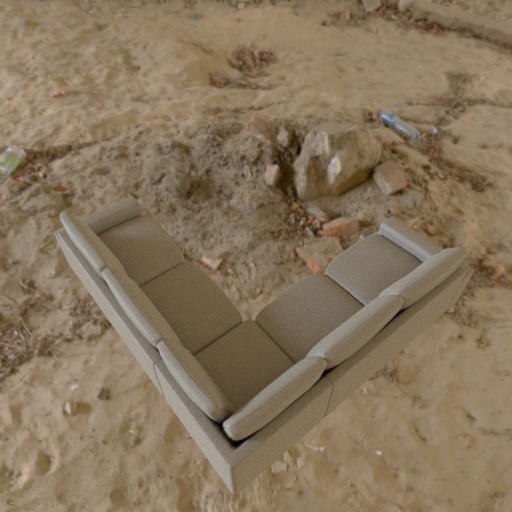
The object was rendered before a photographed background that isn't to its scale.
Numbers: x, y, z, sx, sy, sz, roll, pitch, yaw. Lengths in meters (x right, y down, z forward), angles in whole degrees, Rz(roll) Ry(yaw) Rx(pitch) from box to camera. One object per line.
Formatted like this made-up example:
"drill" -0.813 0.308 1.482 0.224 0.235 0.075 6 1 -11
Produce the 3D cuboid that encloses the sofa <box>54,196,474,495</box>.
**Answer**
"sofa" 0.000 0.000 4.015 2.622 0.800 2.742 -31 55 -25
